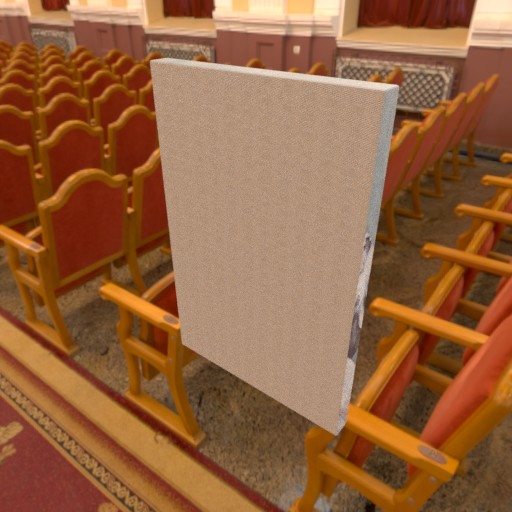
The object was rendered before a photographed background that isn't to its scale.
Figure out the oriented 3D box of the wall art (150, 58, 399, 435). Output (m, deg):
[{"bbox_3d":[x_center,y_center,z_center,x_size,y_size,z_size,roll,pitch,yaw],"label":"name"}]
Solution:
[{"bbox_3d":[0.000,0.000,1.169,0.609,0.911,0.061,22,37,32],"label":"wall art"}]
